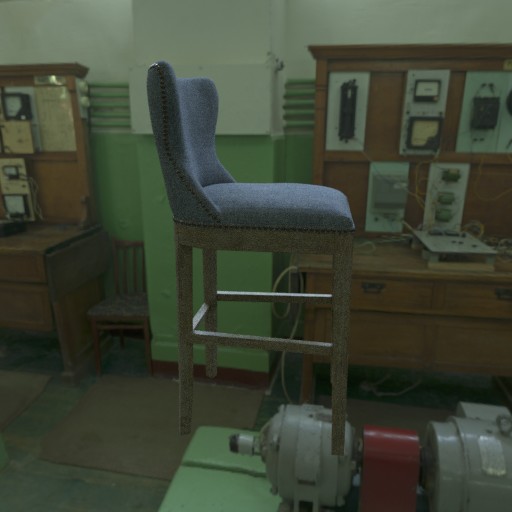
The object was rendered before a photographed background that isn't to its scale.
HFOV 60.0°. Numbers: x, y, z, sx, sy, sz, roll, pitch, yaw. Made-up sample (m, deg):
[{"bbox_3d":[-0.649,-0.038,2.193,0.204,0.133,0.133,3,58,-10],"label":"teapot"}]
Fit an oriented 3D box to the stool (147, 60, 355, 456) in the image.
[{"bbox_3d":[0.000,0.000,1.434,0.606,1.123,0.494,2,16,9],"label":"stool"}]
